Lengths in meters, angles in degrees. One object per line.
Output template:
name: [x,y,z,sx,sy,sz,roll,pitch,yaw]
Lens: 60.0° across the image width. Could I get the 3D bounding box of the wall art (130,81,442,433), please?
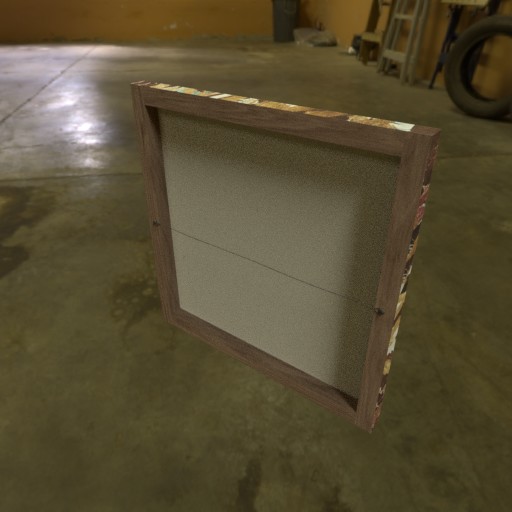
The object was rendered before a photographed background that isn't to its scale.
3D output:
wall art: [0.000,0.000,0.914,0.609,0.613,0.041,21,37,30]
